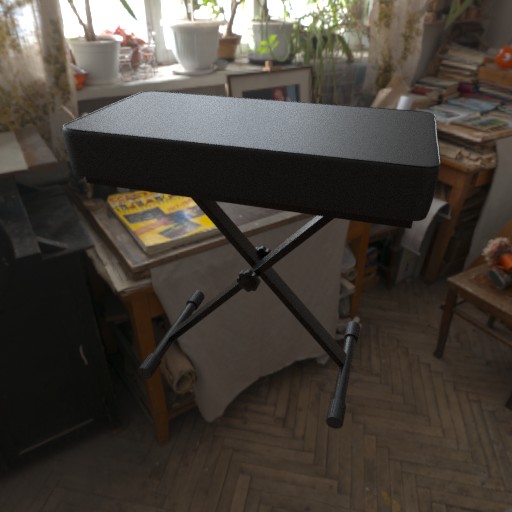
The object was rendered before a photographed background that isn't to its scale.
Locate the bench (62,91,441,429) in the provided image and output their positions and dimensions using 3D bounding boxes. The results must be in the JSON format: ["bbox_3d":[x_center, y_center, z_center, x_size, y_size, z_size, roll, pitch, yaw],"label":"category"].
[{"bbox_3d":[0.000,0.000,0.919,0.600,0.561,0.300,10,34,15],"label":"bench"}]
